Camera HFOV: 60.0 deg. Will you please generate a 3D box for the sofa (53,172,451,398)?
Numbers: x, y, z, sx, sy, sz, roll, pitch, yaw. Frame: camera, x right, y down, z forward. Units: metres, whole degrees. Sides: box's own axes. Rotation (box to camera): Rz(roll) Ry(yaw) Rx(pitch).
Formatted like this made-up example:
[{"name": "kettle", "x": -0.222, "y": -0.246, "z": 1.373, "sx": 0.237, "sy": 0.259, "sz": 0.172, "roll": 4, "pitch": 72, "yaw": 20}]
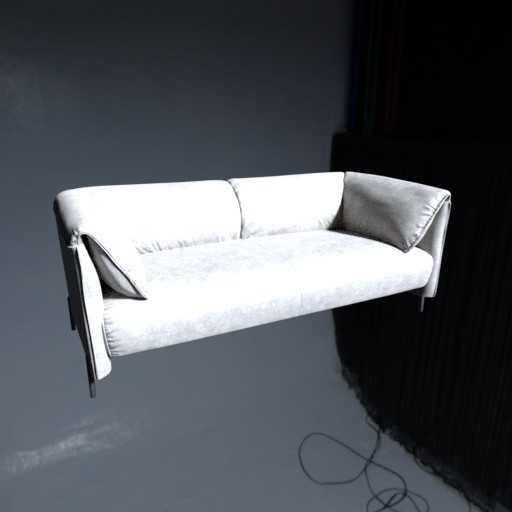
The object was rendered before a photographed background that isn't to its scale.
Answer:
[{"name": "sofa", "x": 0.000, "y": 0.000, "z": 2.354, "sx": 1.878, "sy": 0.747, "sz": 0.905, "roll": -9, "pitch": 19, "yaw": -26}]
